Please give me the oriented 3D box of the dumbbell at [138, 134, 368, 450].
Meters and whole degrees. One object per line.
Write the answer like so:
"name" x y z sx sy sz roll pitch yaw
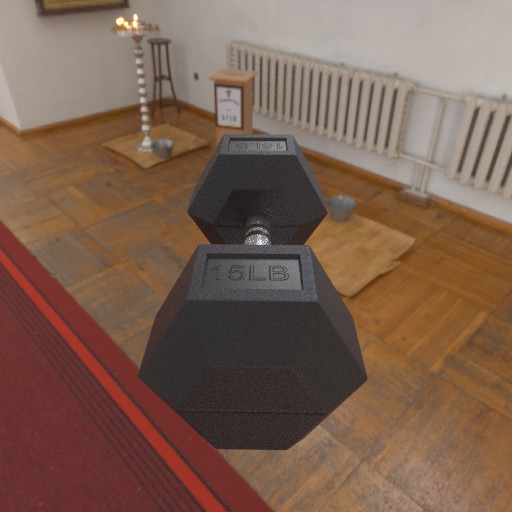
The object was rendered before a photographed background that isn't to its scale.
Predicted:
"dumbbell" 0.000 0.000 0.329 0.122 0.106 0.271 1 34 1
